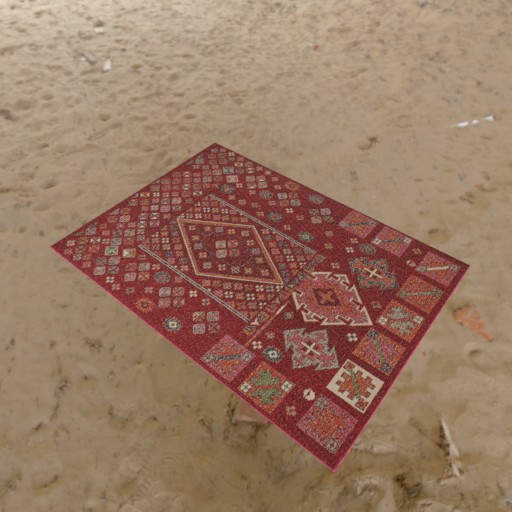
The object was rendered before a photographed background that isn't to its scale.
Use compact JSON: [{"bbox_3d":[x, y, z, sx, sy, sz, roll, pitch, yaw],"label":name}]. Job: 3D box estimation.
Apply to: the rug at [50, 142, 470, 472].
[{"bbox_3d":[0.000,0.000,4.286,3.306,0.011,2.389,31,54,26],"label":"rug"}]
